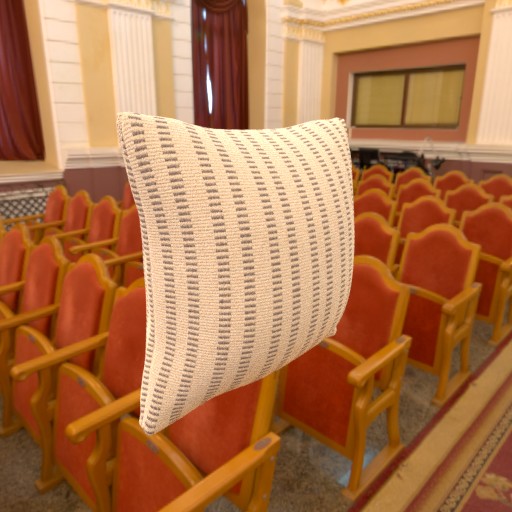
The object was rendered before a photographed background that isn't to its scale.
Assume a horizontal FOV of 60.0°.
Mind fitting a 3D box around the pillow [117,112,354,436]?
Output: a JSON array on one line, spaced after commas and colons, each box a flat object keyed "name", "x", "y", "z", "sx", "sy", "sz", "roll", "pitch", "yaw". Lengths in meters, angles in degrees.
[{"name": "pillow", "x": 0.000, "y": 0.000, "z": 0.690, "sx": 0.247, "sy": 0.419, "sz": 0.438, "roll": 16, "pitch": 22, "yaw": 43}]
